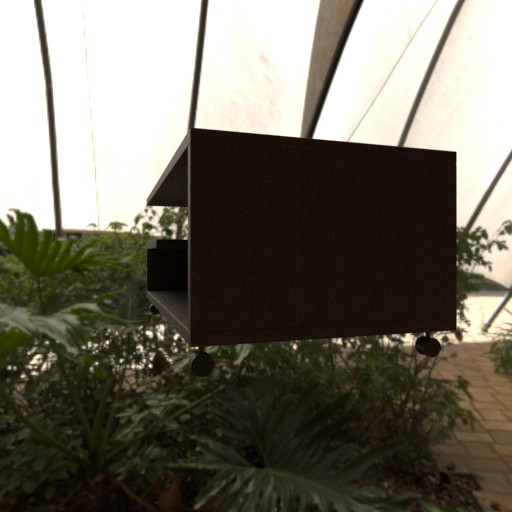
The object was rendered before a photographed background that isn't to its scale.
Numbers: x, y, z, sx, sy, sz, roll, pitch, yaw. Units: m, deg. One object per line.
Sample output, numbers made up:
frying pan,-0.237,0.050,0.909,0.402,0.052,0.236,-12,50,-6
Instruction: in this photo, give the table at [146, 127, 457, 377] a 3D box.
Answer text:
table,0.000,0.000,1.385,0.590,0.460,1.050,0,0,-18
